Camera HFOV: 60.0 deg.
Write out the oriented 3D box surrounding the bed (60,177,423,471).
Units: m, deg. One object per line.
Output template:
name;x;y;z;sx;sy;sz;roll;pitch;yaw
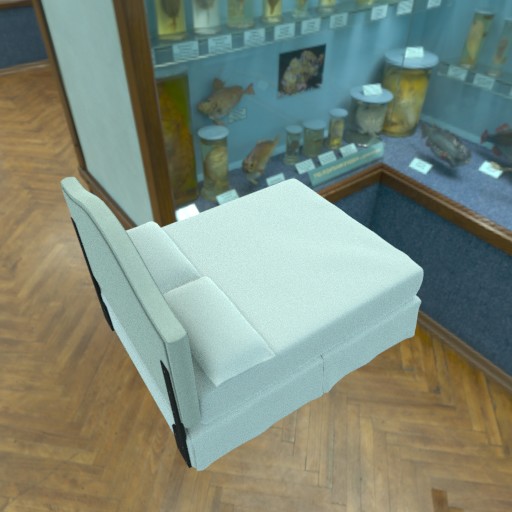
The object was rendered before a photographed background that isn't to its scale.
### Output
bed;0.000;0.000;3.421;2.180;1.607;1.813;-24;47;-25
